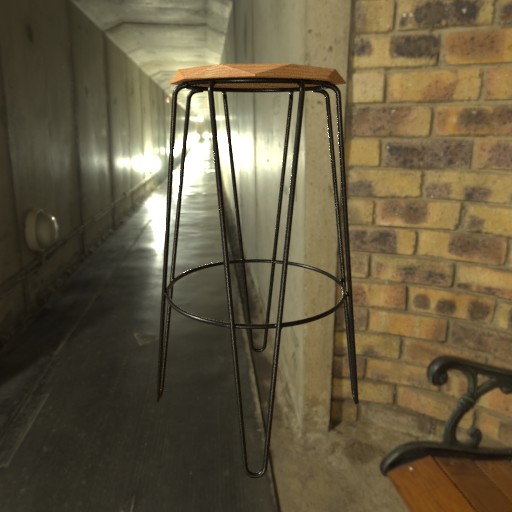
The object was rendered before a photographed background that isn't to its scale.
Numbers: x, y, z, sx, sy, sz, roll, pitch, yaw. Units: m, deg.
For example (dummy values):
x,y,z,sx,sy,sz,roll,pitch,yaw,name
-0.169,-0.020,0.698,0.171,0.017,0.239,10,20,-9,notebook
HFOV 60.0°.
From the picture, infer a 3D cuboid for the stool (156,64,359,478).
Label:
x,y,z,sx,sy,sz,roll,pitch,yaw,name
0.000,0.000,0.793,0.326,0.610,0.326,-16,23,-41,stool
